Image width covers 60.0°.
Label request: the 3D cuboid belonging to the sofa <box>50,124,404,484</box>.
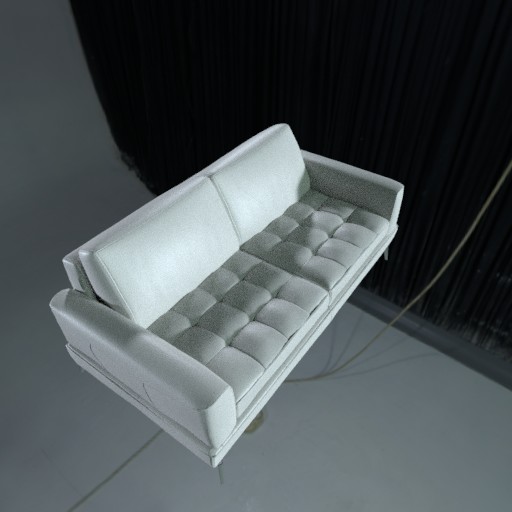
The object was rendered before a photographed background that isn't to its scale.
[{"bbox_3d":[0.000,0.000,2.750,1.121,0.930,2.177,26,47,26],"label":"sofa"}]
